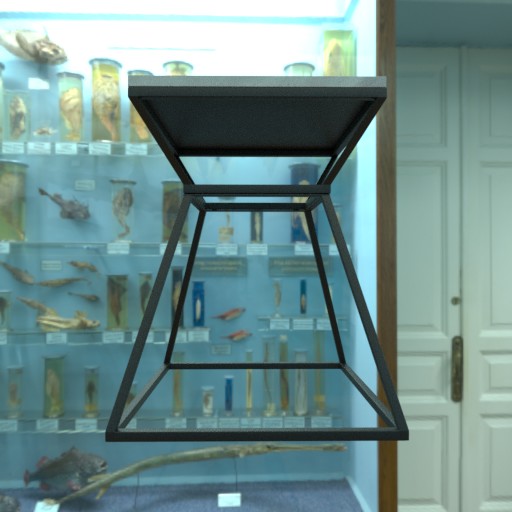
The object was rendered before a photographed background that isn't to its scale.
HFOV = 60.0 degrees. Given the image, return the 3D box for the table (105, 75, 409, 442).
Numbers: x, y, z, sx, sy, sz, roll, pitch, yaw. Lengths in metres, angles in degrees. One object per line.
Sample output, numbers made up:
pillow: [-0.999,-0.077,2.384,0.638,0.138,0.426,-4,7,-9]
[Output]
table: [0.000,0.000,0.891,0.455,0.559,0.455,0,-1,-1]
